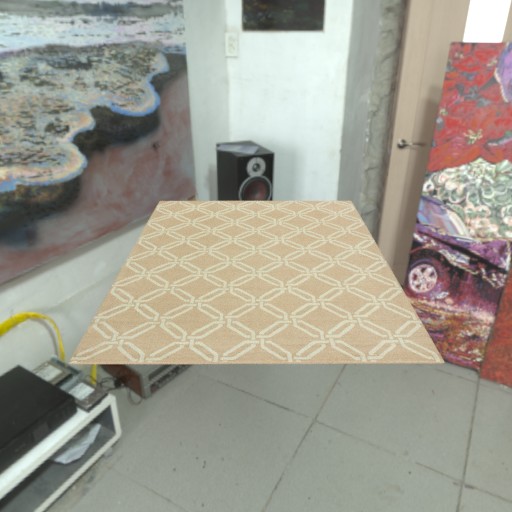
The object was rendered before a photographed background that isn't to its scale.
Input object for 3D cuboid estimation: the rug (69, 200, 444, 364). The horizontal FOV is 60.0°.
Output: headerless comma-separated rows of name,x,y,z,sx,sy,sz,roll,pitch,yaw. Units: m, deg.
rug,0.000,0.000,3.982,2.288,0.018,2.895,0,27,0
